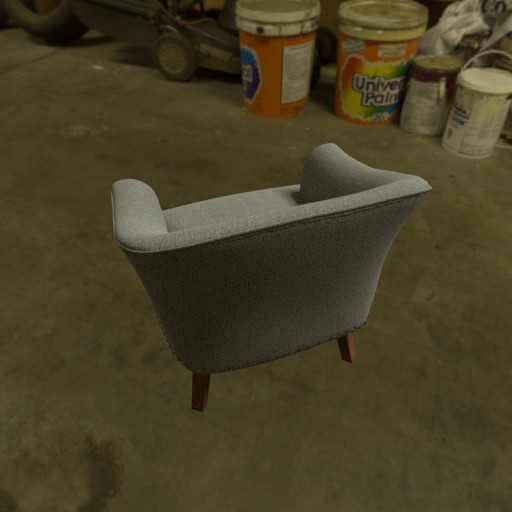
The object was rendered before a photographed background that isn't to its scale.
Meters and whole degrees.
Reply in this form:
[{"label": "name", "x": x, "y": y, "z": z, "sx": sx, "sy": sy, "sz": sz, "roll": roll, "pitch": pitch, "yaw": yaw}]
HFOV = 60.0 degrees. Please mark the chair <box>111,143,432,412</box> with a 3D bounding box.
[{"label": "chair", "x": 0.000, "y": 0.000, "z": 1.415, "sx": 0.798, "sy": 0.815, "sz": 0.704, "roll": -13, "pitch": 43, "yaw": -14}]
